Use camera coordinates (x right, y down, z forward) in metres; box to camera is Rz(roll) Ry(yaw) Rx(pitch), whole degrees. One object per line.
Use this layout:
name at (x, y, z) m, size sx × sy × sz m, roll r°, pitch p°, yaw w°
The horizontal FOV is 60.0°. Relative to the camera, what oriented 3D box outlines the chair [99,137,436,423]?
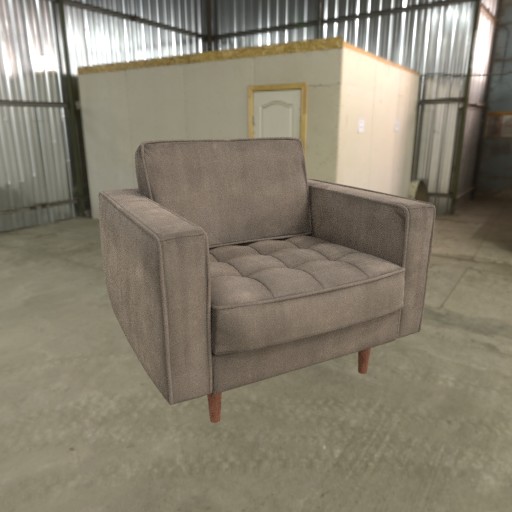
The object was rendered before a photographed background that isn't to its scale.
chair at (0.000, 0.000, 1.530) m, size 0.928 × 0.773 × 0.843 m, roll -9°, pitch 19°, yaw -27°
